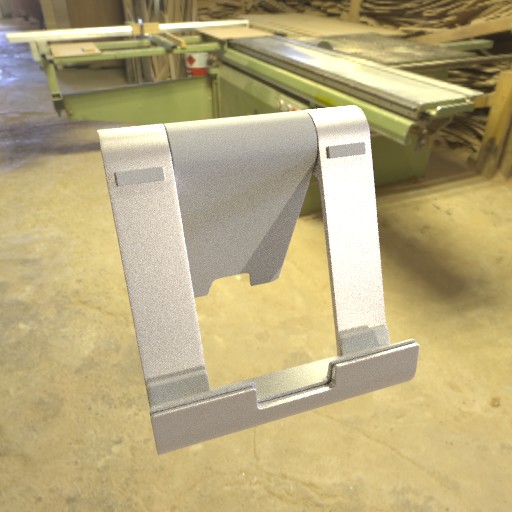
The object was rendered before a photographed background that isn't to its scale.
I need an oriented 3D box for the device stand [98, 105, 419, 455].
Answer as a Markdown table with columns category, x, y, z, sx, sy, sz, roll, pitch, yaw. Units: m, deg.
| category | x | y | z | sx | sy | sz | roll | pitch | yaw |
| --- | --- | --- | --- | --- | --- | --- | --- | --- | --- |
| device stand | 0.000 | 0.000 | 0.151 | 0.086 | 0.084 | 0.079 | -11 | 35 | -16 |
